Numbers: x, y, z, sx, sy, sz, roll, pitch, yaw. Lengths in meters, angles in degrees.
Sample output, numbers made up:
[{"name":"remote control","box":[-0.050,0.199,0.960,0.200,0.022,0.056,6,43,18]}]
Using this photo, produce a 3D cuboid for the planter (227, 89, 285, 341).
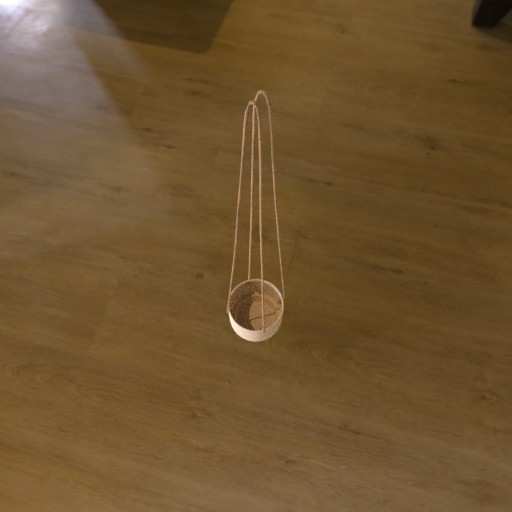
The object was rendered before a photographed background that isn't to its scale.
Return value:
[{"name":"planter","box":[0.000,0.000,0.890,0.146,0.841,0.146,29,68,13]}]
